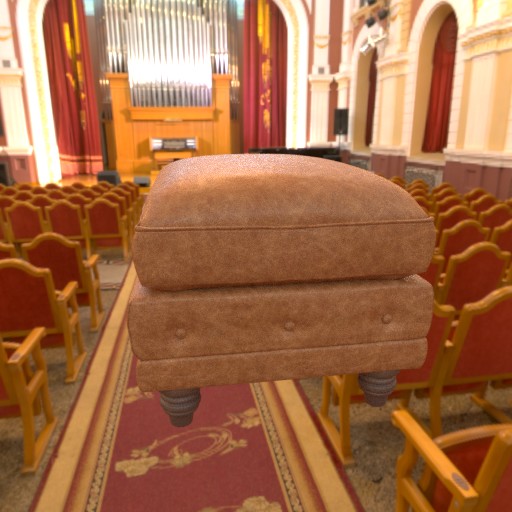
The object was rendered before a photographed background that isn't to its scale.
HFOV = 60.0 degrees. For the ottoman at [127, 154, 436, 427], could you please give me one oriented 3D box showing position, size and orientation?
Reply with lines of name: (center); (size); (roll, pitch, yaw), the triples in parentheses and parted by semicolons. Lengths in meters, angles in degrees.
ottoman: (0.000, 0.000, 1.075); (0.533, 0.480, 0.710); (-2, 15, -9)
